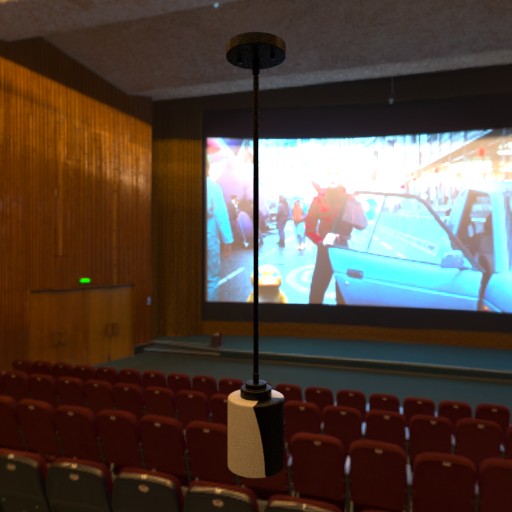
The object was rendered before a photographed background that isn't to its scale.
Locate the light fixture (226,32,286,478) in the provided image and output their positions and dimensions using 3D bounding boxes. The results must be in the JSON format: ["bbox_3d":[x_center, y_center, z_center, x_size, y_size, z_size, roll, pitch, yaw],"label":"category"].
[{"bbox_3d":[0.000,0.000,0.916,0.123,0.863,0.123,0,0,17],"label":"light fixture"}]
